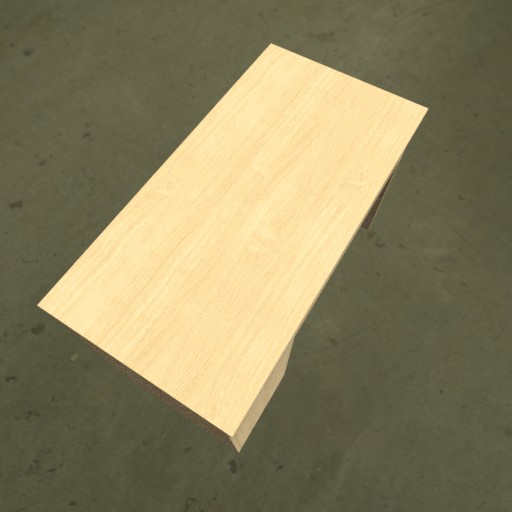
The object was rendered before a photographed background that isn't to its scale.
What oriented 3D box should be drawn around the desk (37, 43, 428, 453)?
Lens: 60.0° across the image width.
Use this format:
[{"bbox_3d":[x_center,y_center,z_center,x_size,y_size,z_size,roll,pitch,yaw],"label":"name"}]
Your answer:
[{"bbox_3d":[0.000,0.000,1.537,0.560,0.735,1.097,29,67,14],"label":"desk"}]
